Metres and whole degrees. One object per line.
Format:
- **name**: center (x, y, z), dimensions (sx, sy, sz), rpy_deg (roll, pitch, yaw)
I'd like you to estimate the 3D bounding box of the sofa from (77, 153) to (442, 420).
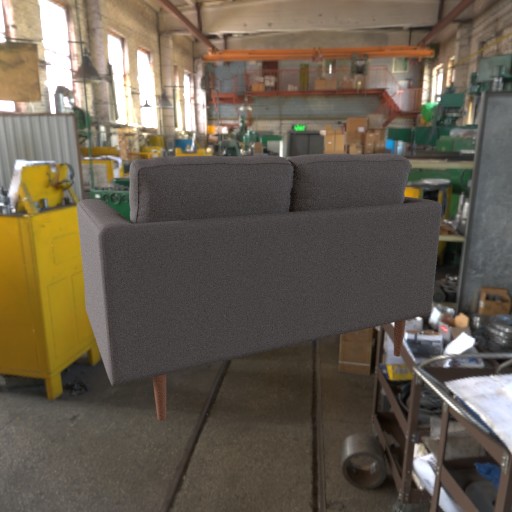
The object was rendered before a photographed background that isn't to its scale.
- **sofa**: center (0.000, 0.000, 2.009), dimensions (1.430, 0.908, 0.796), rpy_deg (-7, 16, -25)
